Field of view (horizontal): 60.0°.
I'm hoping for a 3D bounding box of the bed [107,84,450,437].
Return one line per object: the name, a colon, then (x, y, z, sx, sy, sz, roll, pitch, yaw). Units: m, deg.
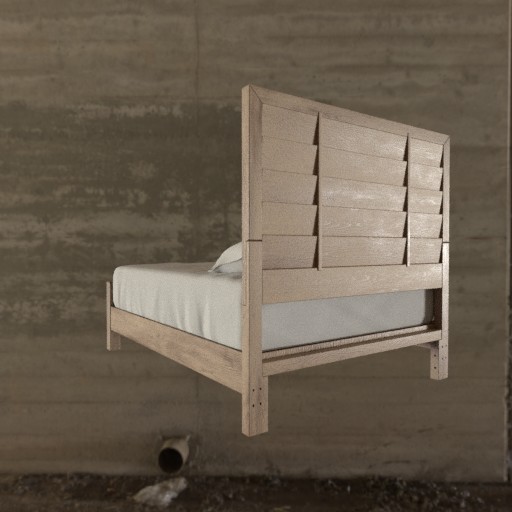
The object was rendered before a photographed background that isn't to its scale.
bed: (0.000, 0.000, 3.401, 1.626, 1.626, 2.197, -1, 1, -35)
